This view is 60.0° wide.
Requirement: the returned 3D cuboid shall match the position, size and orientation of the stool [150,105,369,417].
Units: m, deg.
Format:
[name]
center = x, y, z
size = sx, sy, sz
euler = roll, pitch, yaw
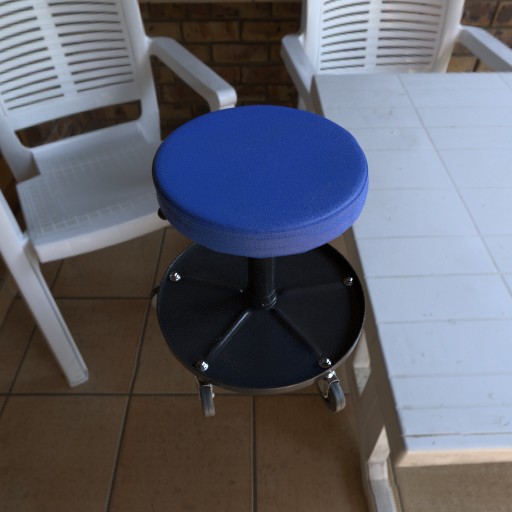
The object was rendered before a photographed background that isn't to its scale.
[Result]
[stool]
center = 0.000, 0.000, 0.684
size = 0.382, 0.365, 0.381
euler = -4, 47, -4
